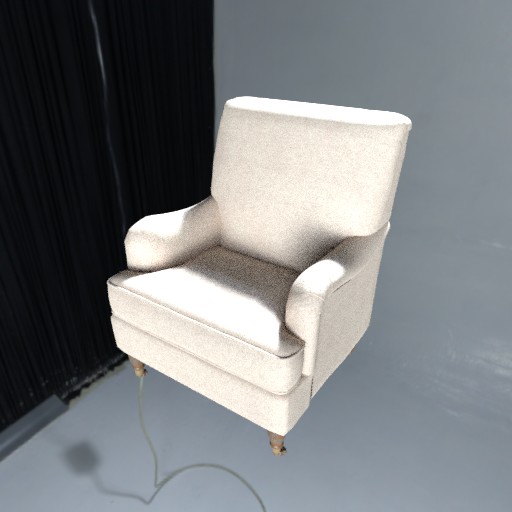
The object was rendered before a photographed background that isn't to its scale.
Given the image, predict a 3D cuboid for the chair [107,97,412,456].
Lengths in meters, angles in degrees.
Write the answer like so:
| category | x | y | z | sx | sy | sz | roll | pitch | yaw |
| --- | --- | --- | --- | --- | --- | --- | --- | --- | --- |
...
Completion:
| category | x | y | z | sx | sy | sz | roll | pitch | yaw |
| --- | --- | --- | --- | --- | --- | --- | --- | --- | --- |
| chair | 0.000 | 0.000 | 1.848 | 0.879 | 1.119 | 0.953 | 18 | 33 | 29 |
